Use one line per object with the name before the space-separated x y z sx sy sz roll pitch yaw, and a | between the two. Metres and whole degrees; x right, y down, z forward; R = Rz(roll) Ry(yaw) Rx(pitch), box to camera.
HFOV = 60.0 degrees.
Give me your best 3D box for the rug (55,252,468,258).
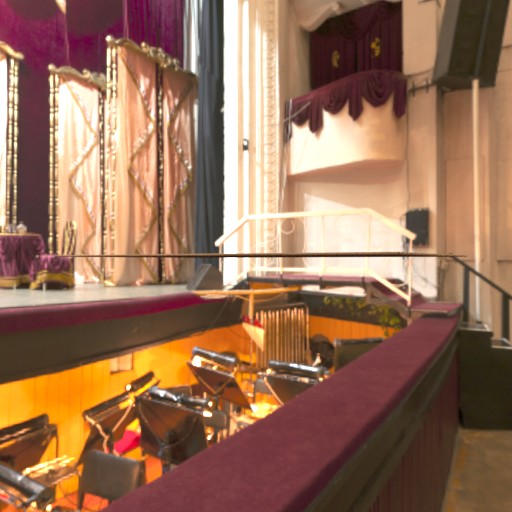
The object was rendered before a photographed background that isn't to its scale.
rug | 0.000 0.000 3.072 2.435 0.011 1.517 0 -1 35
